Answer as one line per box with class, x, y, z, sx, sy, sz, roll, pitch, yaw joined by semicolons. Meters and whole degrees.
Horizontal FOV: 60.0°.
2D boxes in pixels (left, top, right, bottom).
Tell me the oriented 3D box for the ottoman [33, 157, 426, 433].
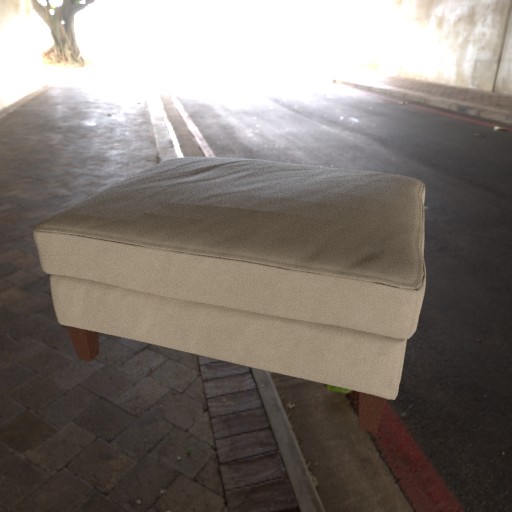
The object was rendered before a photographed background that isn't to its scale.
ottoman;0.000;0.000;1.455;1.002;0.492;0.836;8;27;17
